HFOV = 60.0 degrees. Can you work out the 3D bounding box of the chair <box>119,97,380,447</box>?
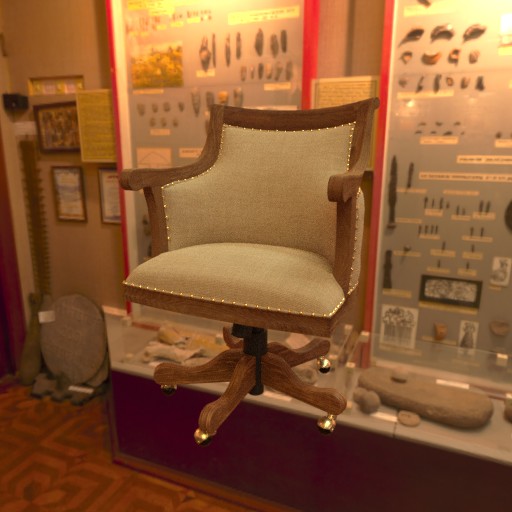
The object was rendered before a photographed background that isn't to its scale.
[{"bbox_3d":[0.000,0.000,1.393,0.656,0.965,0.689,7,16,24],"label":"chair"}]
